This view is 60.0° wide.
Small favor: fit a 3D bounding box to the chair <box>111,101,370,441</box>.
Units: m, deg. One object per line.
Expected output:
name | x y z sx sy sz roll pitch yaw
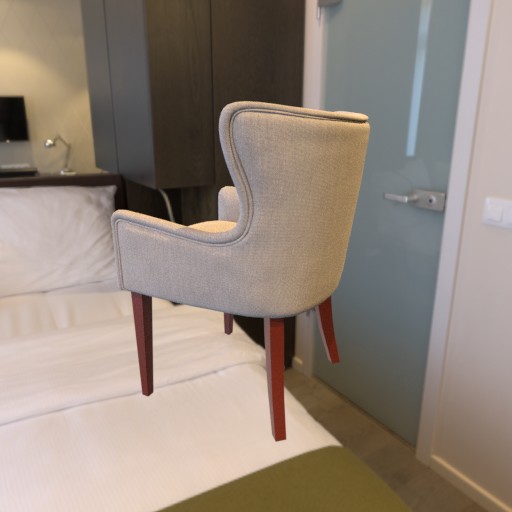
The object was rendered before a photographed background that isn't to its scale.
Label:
chair | 0.000 0.000 1.493 0.677 0.948 0.732 9 18 27
